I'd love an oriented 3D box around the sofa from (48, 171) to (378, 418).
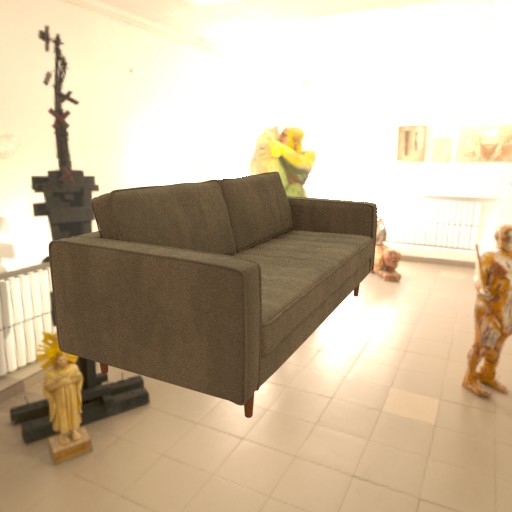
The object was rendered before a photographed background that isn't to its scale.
[{"bbox_3d":[0.000,0.000,2.421,0.924,0.825,1.920,7,15,26],"label":"sofa"}]
